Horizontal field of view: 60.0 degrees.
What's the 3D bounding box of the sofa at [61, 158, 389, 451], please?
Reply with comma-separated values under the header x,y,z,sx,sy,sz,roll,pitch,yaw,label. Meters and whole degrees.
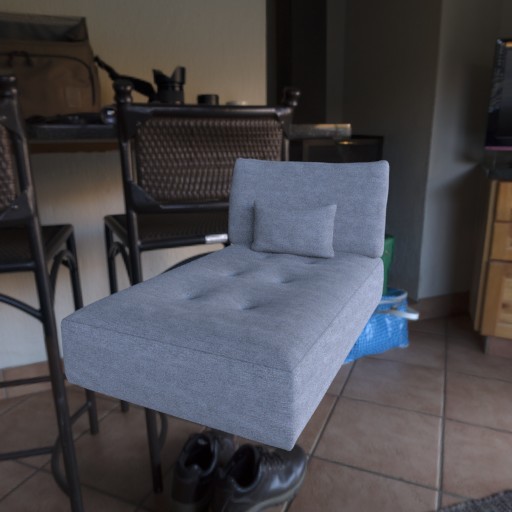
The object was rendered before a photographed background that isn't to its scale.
x,y,z,sx,sy,sz,roll,pitch,yaw,label
0.000,0.000,1.994,0.930,0.820,1.450,7,15,25,sofa
